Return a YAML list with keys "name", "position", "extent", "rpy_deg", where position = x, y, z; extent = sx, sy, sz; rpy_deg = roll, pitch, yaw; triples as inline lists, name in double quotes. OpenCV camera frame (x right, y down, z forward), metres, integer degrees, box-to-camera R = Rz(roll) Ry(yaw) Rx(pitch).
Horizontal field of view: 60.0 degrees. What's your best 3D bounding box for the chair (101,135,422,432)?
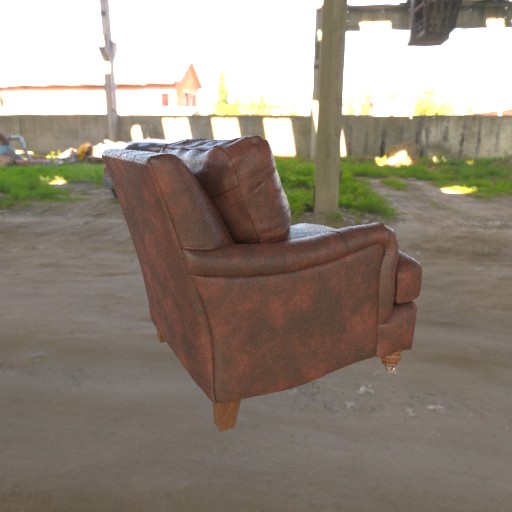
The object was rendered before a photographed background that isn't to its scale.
- name: "chair"
  position: [0.000, 0.000, 2.013]
  extent: [1.156, 1.051, 0.987]
  rpy_deg: [-7, 17, -26]
